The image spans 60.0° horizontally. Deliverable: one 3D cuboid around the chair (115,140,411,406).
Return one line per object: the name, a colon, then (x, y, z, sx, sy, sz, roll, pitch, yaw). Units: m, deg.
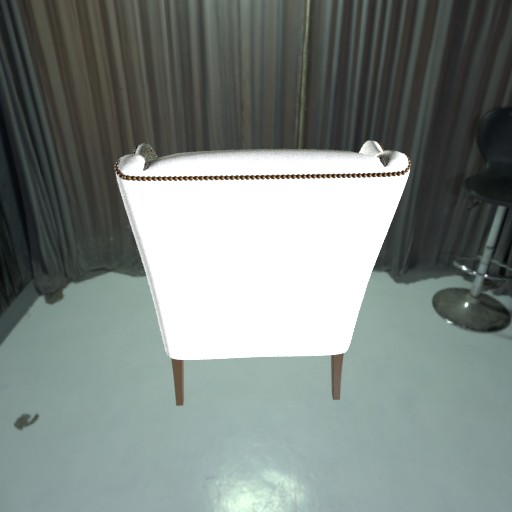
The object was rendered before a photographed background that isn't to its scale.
chair: (0.000, 0.000, 1.622, 0.737, 1.029, 0.940, -1, 30, -2)
